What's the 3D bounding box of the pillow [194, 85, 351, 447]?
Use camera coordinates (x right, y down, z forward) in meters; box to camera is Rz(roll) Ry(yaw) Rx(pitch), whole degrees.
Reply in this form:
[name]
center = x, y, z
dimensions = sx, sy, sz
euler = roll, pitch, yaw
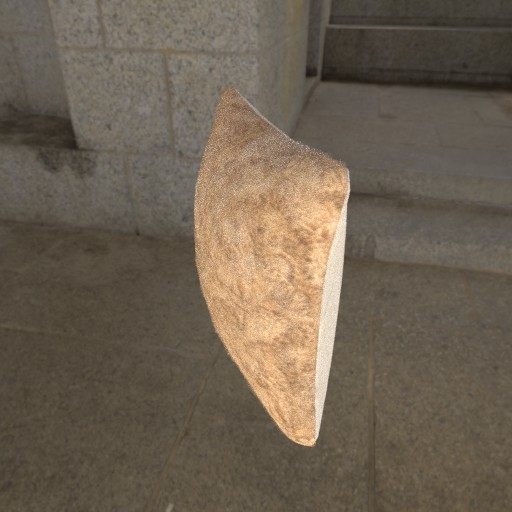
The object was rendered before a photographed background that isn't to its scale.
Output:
[pillow]
center = 0.000, 0.000, 0.825
dimensions = 0.216, 0.525, 0.538
euler = -9, 32, -14
